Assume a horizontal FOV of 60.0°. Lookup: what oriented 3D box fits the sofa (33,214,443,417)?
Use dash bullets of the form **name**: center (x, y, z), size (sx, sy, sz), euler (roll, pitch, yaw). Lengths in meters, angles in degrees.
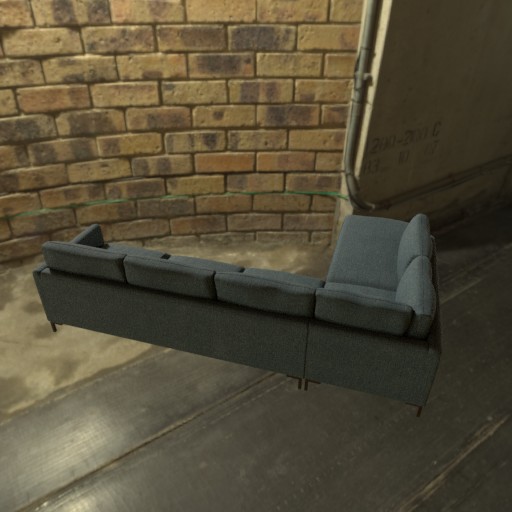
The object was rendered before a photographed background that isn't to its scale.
- **sofa**: center (0.000, 0.000, 3.853), size (2.949, 0.815, 2.007), euler (9, 34, 14)
